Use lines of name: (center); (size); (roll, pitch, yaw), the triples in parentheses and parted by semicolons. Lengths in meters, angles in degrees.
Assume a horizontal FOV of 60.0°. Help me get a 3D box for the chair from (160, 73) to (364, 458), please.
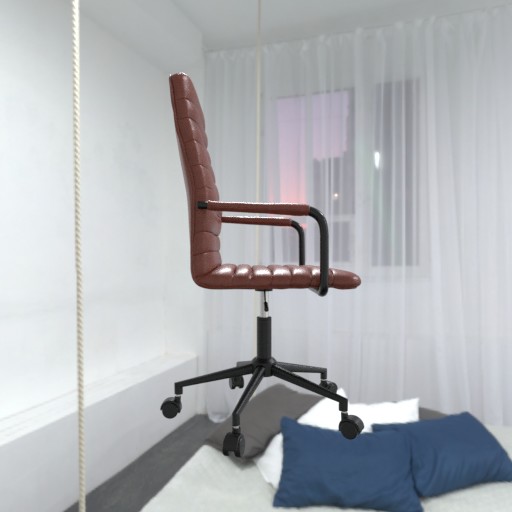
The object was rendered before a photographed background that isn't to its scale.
chair: (0.000, 0.000, 1.358); (0.580, 0.979, 0.608); (0, 0, -1)
